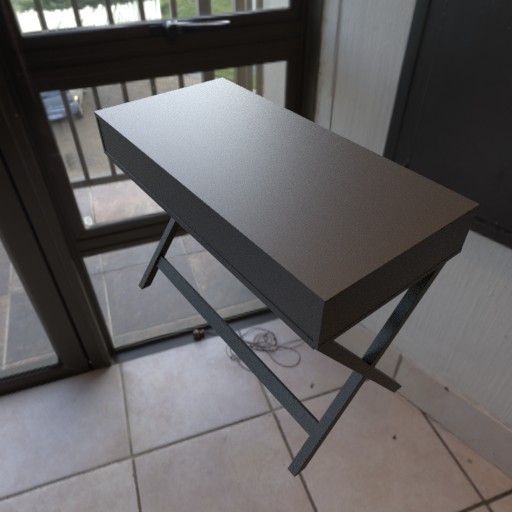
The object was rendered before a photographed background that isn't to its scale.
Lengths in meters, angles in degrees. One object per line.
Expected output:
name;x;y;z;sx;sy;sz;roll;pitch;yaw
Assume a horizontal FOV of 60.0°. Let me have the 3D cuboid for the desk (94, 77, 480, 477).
desk;0.000;0.000;1.490;0.504;0.780;1.057;-27;48;-28
